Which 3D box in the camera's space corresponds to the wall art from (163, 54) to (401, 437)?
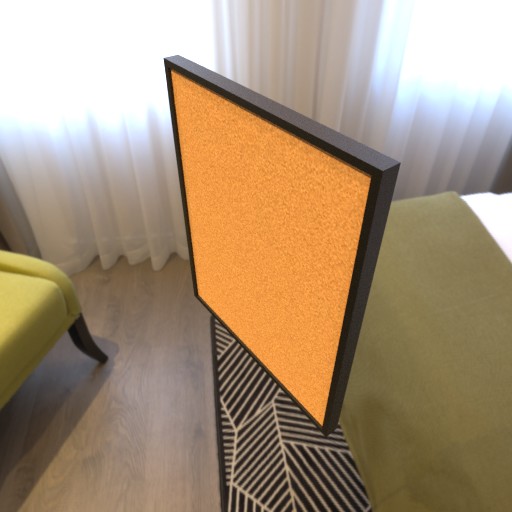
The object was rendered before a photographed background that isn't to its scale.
[{"bbox_3d":[0.000,0.000,0.777,0.029,0.559,0.457,-27,48,-28],"label":"wall art"}]
